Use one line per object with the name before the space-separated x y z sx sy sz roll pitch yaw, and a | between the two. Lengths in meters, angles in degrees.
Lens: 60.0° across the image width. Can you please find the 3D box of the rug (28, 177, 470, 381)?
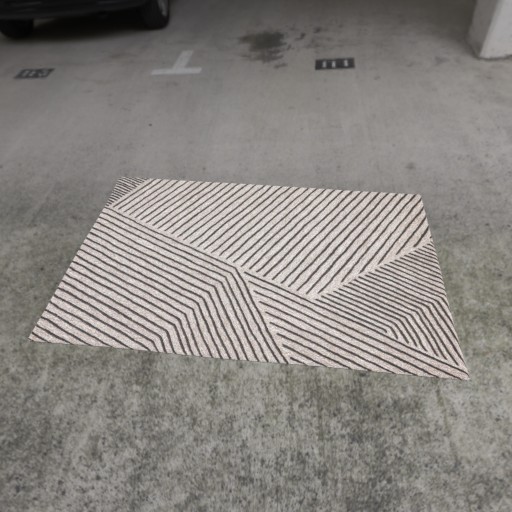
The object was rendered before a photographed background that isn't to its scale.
rug | 0.000 0.000 2.267 1.842 0.019 1.237 4 45 4
